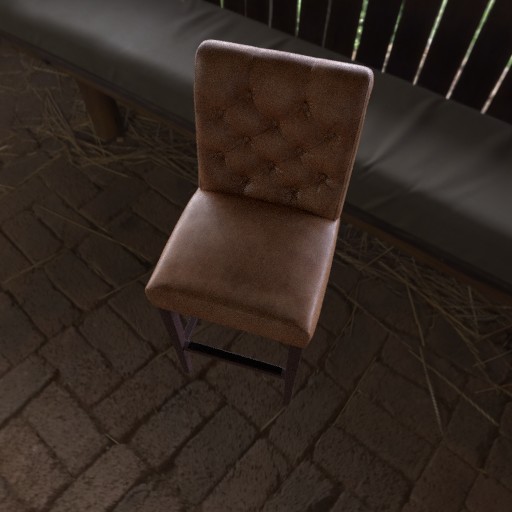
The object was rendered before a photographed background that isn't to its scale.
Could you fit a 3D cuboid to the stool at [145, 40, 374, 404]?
[{"bbox_3d":[0.000,0.000,1.474,0.493,1.140,0.601,14,59,9],"label":"stool"}]
